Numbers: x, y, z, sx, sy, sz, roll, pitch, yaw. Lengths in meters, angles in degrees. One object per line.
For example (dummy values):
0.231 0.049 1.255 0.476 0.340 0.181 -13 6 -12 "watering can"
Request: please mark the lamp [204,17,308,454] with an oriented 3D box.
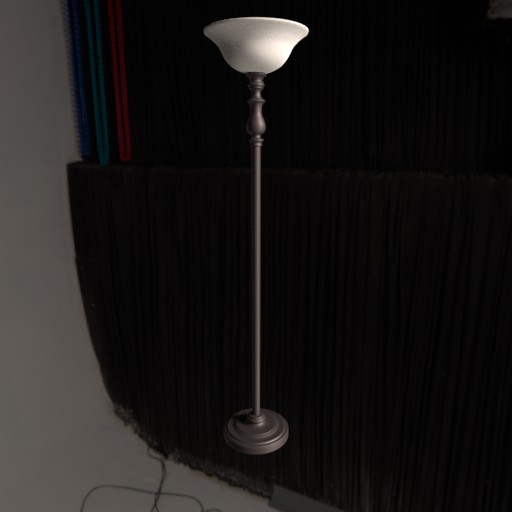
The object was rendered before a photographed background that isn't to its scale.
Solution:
0.000 0.000 1.942 0.405 1.797 0.405 7 16 26 "lamp"
